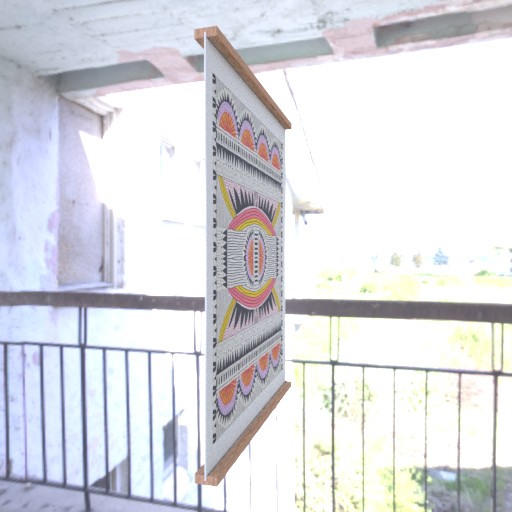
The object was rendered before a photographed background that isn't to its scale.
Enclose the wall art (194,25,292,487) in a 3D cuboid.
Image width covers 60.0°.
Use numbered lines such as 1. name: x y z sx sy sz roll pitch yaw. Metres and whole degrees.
1. wall art: 0.000 0.000 0.702 0.028 0.527 0.403 0 0 17
